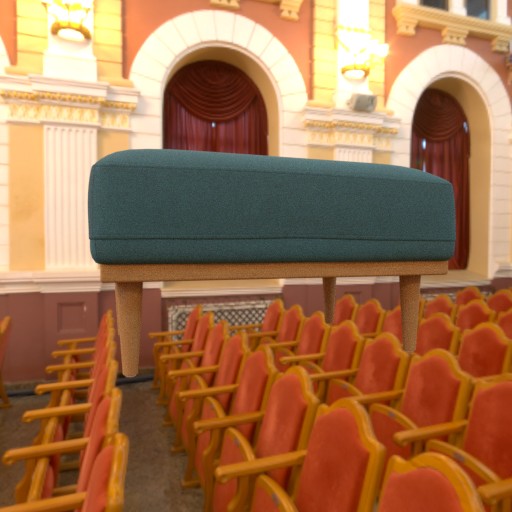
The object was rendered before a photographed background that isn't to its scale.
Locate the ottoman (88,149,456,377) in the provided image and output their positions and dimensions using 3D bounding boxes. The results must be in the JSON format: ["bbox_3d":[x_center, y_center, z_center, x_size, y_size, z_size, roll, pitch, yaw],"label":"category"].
[{"bbox_3d":[0.000,0.000,1.080,0.749,0.428,0.549,0,1,-18],"label":"ottoman"}]
